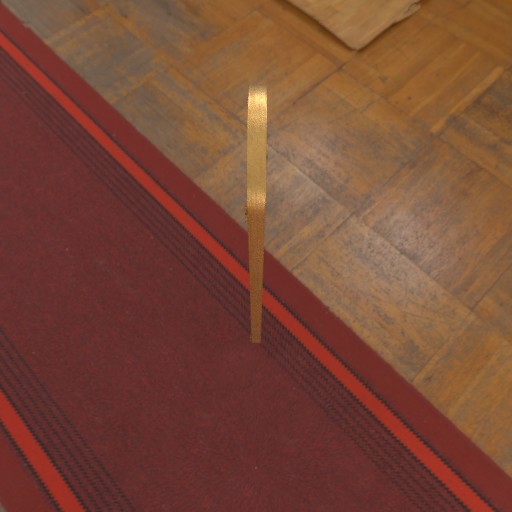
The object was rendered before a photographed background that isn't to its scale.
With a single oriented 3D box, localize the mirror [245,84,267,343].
[{"bbox_3d":[0.000,0.000,1.085,0.032,0.991,0.222,1,64,0],"label":"mirror"}]
